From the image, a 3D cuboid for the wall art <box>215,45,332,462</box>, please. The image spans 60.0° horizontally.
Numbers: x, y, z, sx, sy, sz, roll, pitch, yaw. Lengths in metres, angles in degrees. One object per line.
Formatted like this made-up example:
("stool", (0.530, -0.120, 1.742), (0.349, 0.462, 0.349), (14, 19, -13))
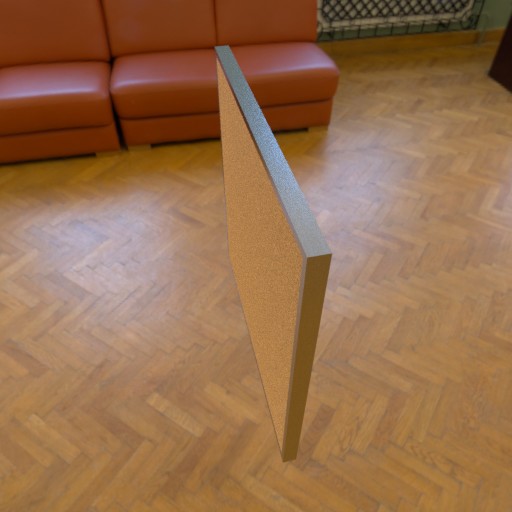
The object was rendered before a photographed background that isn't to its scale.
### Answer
("wall art", (0.000, 0.000, 1.202), (0.038, 0.806, 0.806), (-10, 46, -9))
